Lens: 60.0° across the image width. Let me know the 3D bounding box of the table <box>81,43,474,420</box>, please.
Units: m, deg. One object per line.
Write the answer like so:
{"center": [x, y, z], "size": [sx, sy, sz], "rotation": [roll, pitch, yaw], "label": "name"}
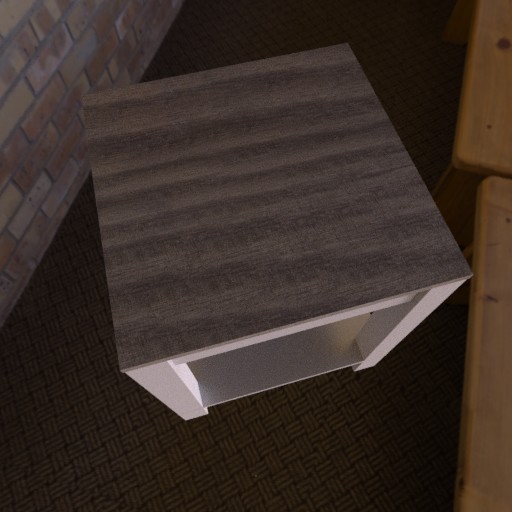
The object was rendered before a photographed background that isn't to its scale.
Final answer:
{"center": [0.000, 0.000, 0.975], "size": [0.506, 0.587, 0.504], "rotation": [-14, 64, -7], "label": "table"}
